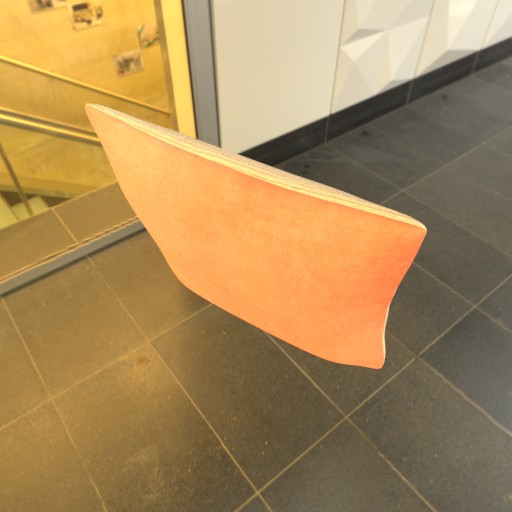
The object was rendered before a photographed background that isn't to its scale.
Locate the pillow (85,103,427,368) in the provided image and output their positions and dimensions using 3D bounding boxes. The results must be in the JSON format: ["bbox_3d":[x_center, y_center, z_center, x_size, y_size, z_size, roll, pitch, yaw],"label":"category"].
[{"bbox_3d":[0.000,0.000,0.639,0.424,0.401,0.177,24,51,22],"label":"pillow"}]
